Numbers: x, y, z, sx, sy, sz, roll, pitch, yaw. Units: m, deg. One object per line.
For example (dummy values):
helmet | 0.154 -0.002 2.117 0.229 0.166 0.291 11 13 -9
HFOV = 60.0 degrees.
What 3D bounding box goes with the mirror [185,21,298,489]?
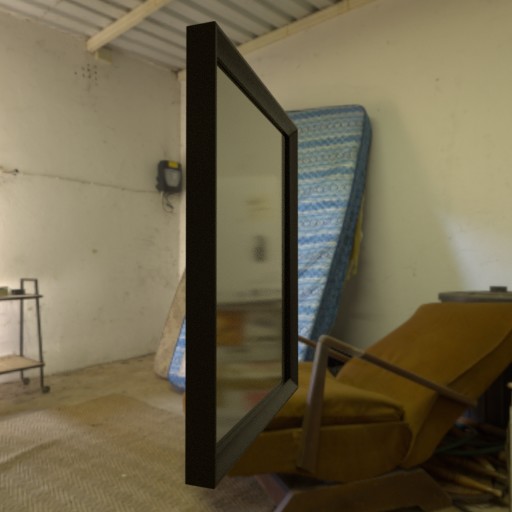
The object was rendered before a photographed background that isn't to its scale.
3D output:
mirror | 0.000 0.000 0.679 0.041 0.509 0.406 0 -1 18
